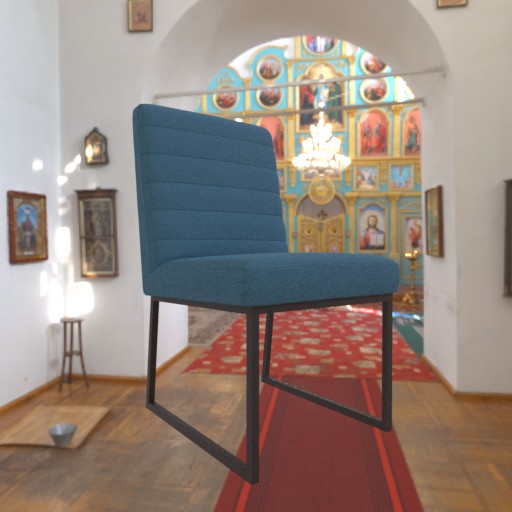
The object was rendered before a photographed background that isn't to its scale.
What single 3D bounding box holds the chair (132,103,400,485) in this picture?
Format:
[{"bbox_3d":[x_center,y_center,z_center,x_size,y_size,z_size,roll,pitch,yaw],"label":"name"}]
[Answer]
[{"bbox_3d":[0.000,0.000,1.280,0.520,0.930,0.634,-1,1,-36],"label":"chair"}]
